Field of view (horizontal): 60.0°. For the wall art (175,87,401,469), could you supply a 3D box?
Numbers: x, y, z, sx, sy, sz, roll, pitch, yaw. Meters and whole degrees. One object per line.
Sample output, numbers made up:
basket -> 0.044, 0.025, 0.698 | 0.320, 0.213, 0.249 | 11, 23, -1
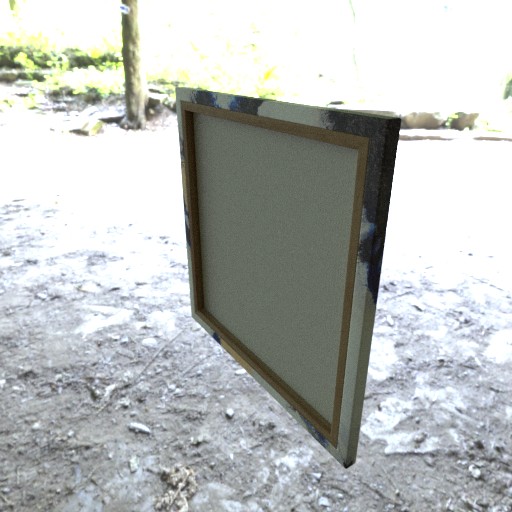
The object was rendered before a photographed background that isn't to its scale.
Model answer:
wall art -> 0.000, 0.000, 1.313 | 0.038, 0.885, 0.887 | -16, 29, -31
